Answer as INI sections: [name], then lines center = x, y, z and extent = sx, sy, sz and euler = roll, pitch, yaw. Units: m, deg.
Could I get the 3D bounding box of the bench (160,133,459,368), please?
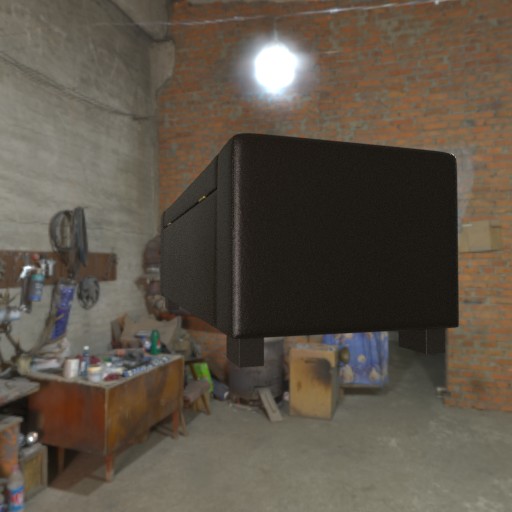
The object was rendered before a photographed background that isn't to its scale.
[bench]
center = 0.000, 0.000, 1.482
extent = 0.508, 0.445, 1.296
euler = 0, -1, -18
